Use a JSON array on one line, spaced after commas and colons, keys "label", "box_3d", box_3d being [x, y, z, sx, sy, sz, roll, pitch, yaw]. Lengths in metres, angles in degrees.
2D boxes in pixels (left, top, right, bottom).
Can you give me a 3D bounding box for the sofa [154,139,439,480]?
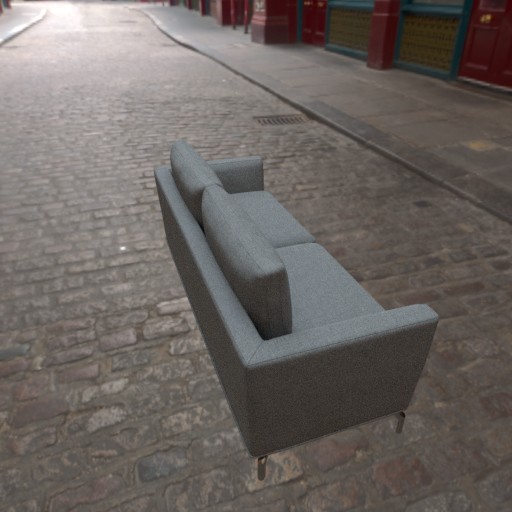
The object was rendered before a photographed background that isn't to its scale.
[{"label": "sofa", "box_3d": [0.000, 0.000, 2.702, 0.869, 1.002, 2.212, -10, 32, -17]}]
